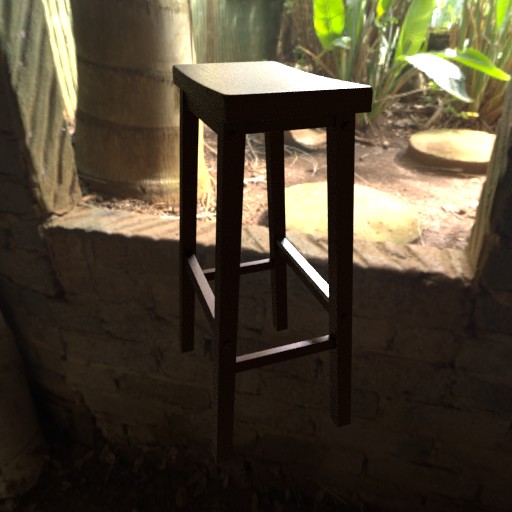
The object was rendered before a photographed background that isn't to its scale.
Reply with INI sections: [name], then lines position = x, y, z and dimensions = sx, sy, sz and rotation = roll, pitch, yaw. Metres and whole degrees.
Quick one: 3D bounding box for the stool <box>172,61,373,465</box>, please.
[stool]
position = 0.000, 0.000, 0.969
dimensions = 0.322, 0.742, 0.406
rotation = -10, 30, -17
